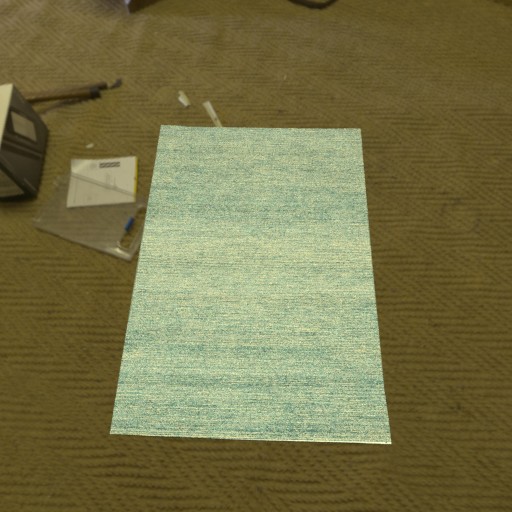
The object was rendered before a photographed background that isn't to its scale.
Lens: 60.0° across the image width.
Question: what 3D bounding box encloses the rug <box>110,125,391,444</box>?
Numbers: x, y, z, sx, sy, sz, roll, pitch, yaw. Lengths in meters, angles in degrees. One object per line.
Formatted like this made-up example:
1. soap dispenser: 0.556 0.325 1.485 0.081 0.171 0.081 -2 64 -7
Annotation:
1. rug: 0.000 0.000 5.292 2.802 0.052 4.078 2 63 1
